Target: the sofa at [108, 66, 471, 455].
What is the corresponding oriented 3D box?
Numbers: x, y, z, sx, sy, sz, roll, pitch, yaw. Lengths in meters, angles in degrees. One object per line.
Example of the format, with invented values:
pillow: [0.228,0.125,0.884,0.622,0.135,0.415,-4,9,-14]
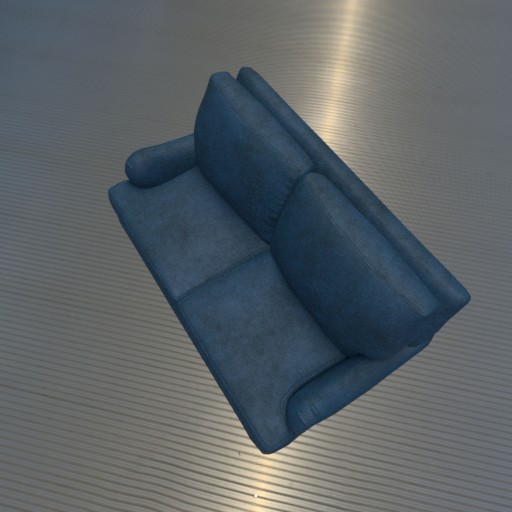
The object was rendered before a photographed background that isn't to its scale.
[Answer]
sofa: [0.000,0.000,2.511,1.084,1.101,1.853,-30,66,-15]
